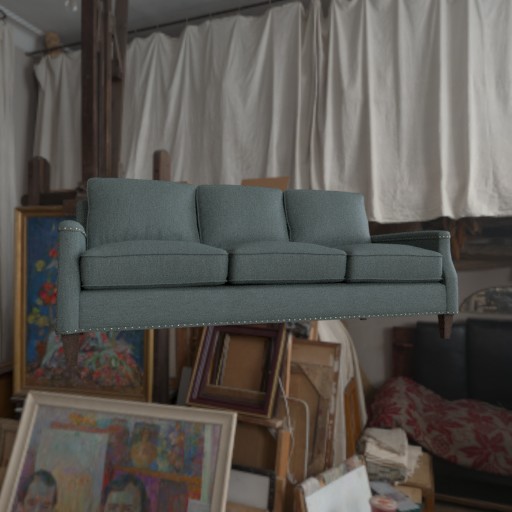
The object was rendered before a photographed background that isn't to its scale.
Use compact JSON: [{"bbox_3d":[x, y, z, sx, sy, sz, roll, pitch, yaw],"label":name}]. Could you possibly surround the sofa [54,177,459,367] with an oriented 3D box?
[{"bbox_3d":[0.000,0.000,2.798,2.246,1.003,1.084,0,-1,-20],"label":"sofa"}]
